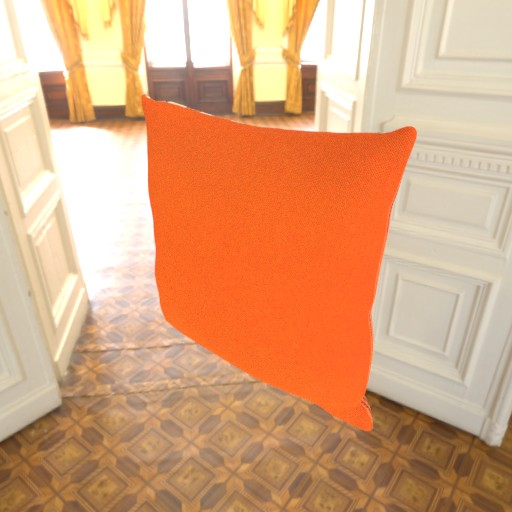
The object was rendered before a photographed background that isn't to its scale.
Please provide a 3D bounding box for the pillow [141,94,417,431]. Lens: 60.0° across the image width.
[{"bbox_3d":[0.000,0.000,0.671,0.440,0.441,0.182,20,35,32],"label":"pillow"}]
